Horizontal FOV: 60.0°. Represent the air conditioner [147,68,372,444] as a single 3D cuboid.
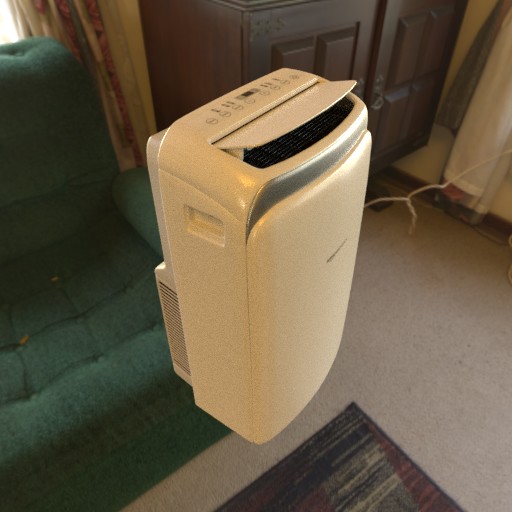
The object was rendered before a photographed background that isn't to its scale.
[{"bbox_3d":[0.000,0.000,1.051,0.414,0.786,0.449,24,46,26],"label":"air conditioner"}]
